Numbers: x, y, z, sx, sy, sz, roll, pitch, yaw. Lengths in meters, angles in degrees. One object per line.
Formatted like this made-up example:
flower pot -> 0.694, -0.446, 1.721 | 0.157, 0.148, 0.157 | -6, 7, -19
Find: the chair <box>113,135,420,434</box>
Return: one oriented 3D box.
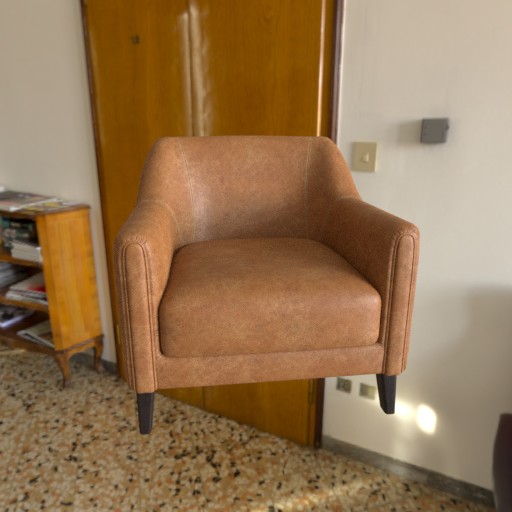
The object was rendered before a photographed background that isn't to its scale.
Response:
chair -> 0.000, 0.000, 1.911 | 1.037, 0.980, 1.034 | -2, 17, -7
